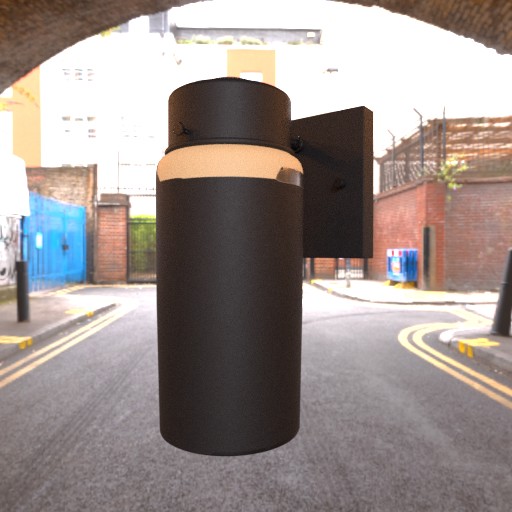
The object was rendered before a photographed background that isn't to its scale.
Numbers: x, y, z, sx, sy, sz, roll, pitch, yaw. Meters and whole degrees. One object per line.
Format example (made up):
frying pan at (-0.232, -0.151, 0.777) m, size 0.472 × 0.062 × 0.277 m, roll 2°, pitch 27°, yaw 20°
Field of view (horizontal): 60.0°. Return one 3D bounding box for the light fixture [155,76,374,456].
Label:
light fixture at (0.000, 0.000, 0.362) m, size 0.130 × 0.257 × 0.176 m, roll 1°, pitch 1°, yaw 37°
